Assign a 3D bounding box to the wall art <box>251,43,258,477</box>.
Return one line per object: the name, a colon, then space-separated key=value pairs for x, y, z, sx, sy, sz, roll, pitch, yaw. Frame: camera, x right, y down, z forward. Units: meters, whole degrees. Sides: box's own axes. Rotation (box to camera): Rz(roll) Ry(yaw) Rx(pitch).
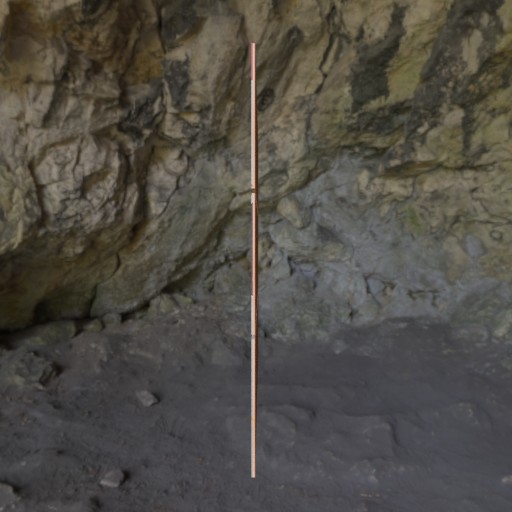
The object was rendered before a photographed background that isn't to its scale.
wall art: x=0.000 y=0.000 z=2.307 sx=0.013 sy=1.519 sz=1.521 roll=0 pitch=2 yaw=1
